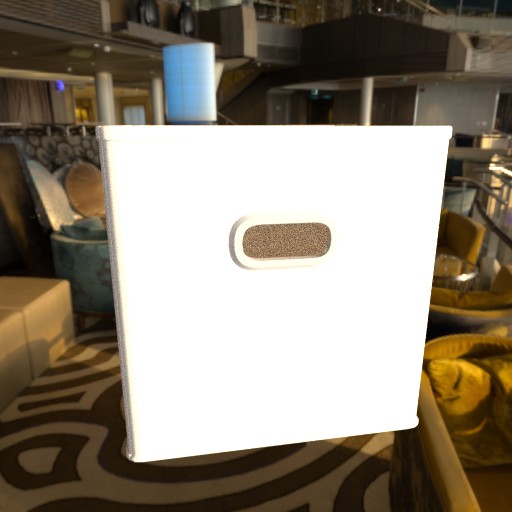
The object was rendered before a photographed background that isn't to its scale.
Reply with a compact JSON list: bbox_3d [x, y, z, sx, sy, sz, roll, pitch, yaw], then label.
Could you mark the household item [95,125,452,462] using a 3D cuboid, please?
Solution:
[{"bbox_3d":[0.000,0.000,0.540,0.305,0.305,0.305,-3,17,-10],"label":"household item"}]
